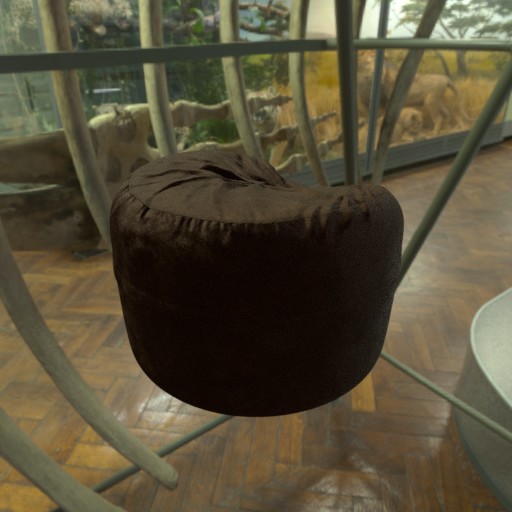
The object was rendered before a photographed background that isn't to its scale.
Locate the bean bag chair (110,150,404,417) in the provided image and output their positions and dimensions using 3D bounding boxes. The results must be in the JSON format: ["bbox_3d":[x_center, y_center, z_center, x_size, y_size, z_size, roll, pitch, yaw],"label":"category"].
[{"bbox_3d":[0.000,0.000,1.487,0.918,0.616,0.918,0,27,0],"label":"bean bag chair"}]
